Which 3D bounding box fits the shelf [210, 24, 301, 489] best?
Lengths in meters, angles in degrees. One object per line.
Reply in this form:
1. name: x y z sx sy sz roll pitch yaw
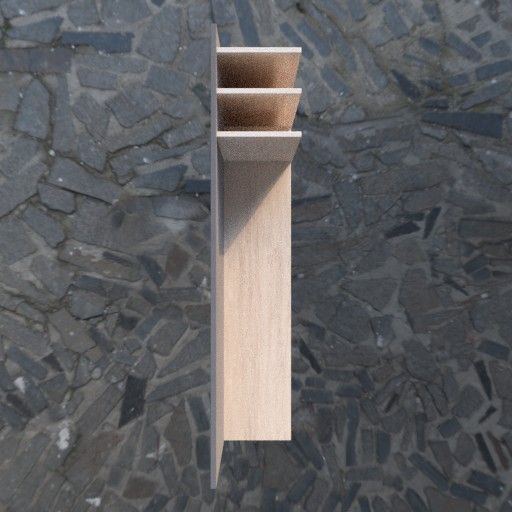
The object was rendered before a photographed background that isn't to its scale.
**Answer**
1. shelf: 0.000 0.000 1.121 0.200 0.300 1.020 0 90 0
